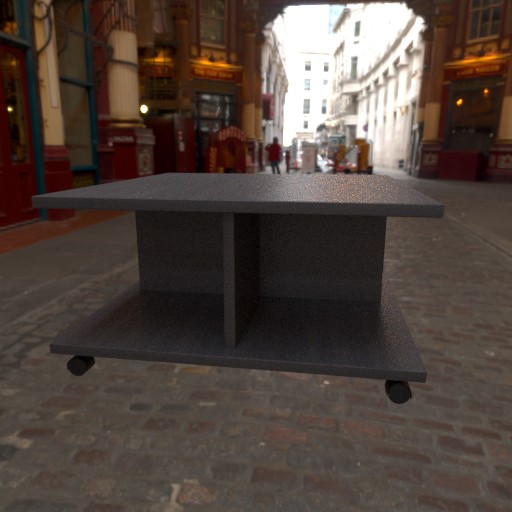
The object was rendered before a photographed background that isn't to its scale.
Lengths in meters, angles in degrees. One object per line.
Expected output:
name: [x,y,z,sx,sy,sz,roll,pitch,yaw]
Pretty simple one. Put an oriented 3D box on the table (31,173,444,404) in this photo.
table: [0.000,0.000,1.213,0.762,0.396,0.762,2,14,9]
